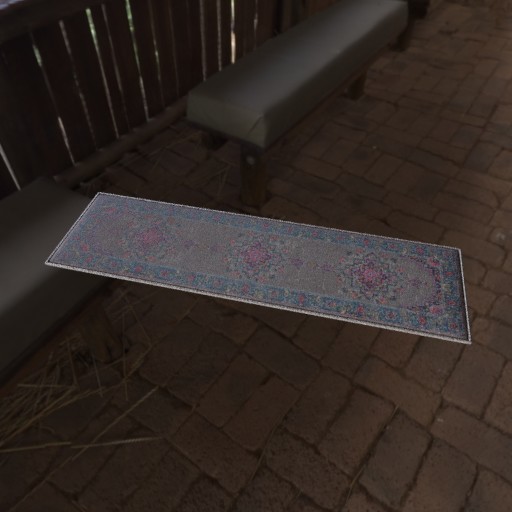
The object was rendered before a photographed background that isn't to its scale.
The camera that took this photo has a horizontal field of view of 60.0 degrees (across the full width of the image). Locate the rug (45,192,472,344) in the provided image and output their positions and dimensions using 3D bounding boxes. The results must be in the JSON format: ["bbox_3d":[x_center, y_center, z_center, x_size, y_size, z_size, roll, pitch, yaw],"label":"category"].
[{"bbox_3d":[0.000,0.000,2.536,2.297,0.019,0.659,10,47,9],"label":"rug"}]
